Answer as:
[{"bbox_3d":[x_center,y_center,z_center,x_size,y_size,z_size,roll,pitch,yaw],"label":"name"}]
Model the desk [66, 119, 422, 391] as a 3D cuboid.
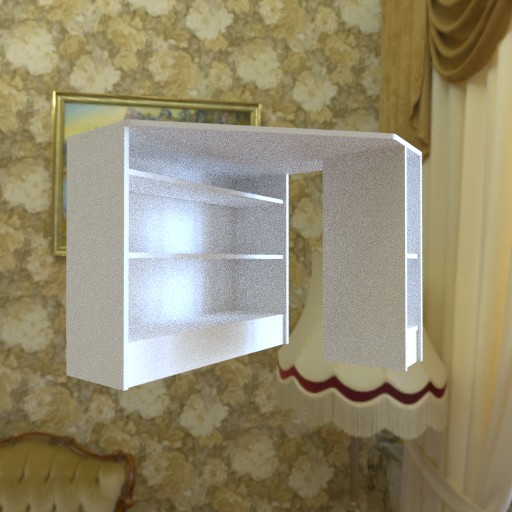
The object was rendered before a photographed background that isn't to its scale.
[{"bbox_3d":[0.000,0.000,1.630,0.926,0.818,0.940,0,-1,36],"label":"desk"}]
